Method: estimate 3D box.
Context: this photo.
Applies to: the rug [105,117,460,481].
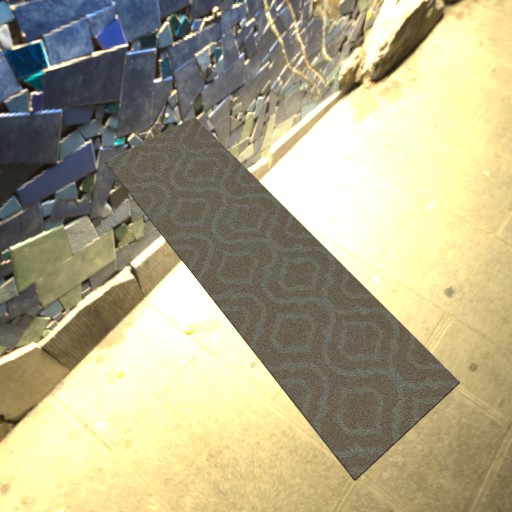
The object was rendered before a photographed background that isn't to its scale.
[{"bbox_3d":[0.000,0.000,2.461,0.691,0.013,2.289,-33,64,-18],"label":"rug"}]
